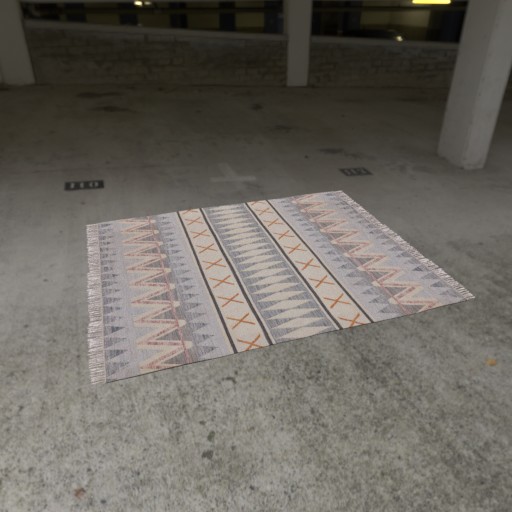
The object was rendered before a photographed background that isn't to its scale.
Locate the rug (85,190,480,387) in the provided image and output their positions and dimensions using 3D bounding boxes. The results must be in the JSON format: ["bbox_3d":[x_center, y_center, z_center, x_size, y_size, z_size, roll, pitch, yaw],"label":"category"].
[{"bbox_3d":[0.000,0.000,4.098,3.000,0.012,2.371,-10,32,-16],"label":"rug"}]
